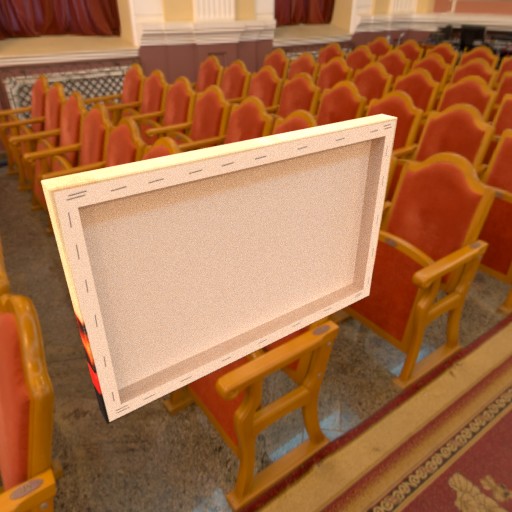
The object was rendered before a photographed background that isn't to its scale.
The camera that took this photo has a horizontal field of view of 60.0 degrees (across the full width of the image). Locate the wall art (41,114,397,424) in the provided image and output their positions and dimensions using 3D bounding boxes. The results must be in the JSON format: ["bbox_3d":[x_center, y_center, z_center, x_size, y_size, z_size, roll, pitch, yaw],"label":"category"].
[{"bbox_3d":[0.000,0.000,0.778,0.613,0.402,0.040,-20,36,-30],"label":"wall art"}]
